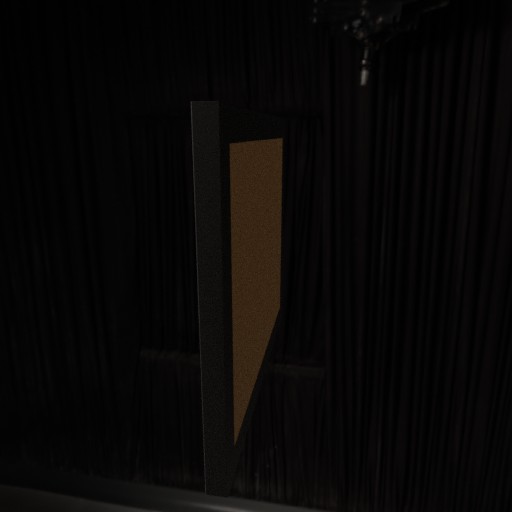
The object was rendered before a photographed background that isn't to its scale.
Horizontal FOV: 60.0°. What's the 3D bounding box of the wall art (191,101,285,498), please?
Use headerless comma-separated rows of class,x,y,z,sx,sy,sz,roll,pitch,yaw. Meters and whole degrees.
wall art,0.000,0.000,0.749,0.028,0.460,0.561,3,16,10
